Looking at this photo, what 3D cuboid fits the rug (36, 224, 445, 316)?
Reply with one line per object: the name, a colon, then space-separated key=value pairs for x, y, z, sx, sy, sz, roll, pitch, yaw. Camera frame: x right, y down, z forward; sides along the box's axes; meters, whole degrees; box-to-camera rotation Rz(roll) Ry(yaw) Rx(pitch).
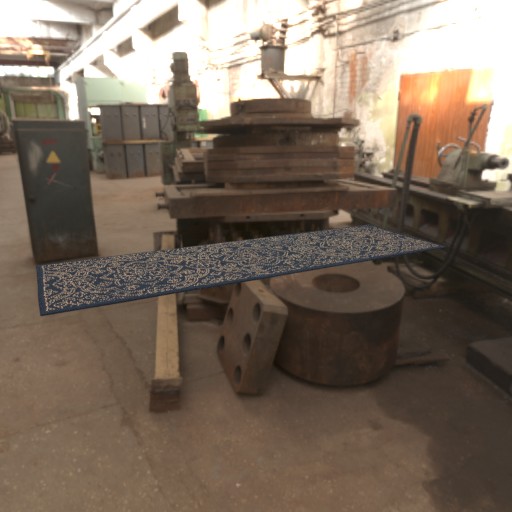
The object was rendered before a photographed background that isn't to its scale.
rug: x=0.000 y=0.000 z=2.743 sx=2.448 sy=0.012 sz=0.769 roll=-8 pitch=18 yaw=-25
